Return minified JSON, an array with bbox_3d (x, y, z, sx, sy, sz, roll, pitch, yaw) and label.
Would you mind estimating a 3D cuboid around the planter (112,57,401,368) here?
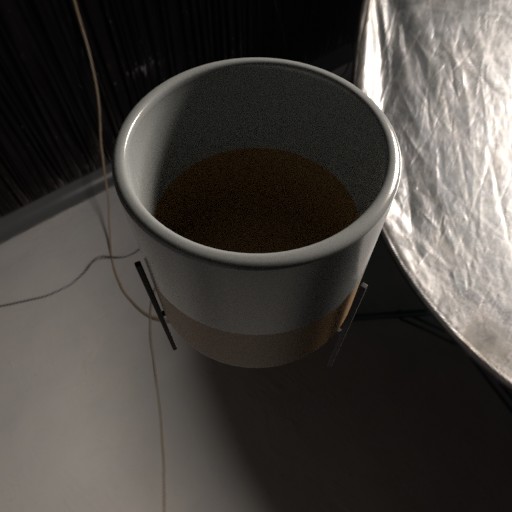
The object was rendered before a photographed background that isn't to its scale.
[{"bbox_3d":[0.000,0.000,0.641,0.310,0.432,0.310,-34,64,-19],"label":"planter"}]
